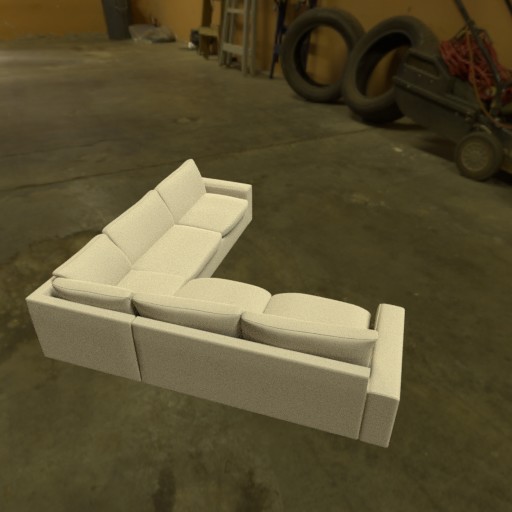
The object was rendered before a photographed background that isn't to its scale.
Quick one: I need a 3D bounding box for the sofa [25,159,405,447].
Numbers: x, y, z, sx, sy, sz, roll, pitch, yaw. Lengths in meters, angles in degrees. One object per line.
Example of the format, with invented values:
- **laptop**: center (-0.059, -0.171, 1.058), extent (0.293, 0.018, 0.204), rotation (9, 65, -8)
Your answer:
- **sofa**: center (0.000, 0.000, 4.729), extent (3.066, 0.918, 3.206), rotation (10, 33, 15)
